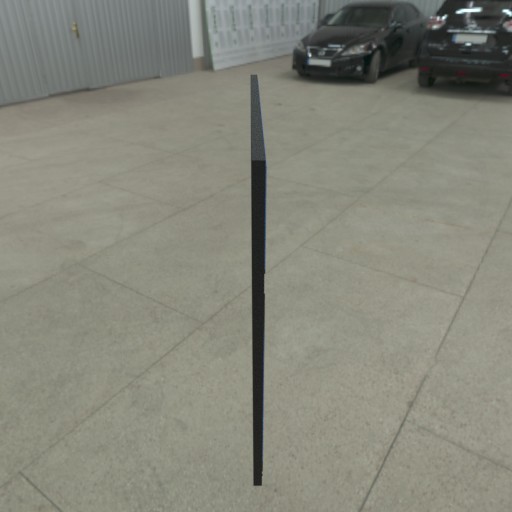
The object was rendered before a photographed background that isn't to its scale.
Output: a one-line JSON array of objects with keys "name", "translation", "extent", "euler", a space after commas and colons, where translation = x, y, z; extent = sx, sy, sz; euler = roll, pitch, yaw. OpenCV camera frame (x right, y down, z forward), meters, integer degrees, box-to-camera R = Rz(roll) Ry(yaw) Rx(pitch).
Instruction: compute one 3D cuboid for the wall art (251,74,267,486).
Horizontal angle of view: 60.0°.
[{"name": "wall art", "translation": [0.000, 0.000, 0.685], "extent": [0.013, 0.457, 0.458], "euler": [0, 31, -1]}]
